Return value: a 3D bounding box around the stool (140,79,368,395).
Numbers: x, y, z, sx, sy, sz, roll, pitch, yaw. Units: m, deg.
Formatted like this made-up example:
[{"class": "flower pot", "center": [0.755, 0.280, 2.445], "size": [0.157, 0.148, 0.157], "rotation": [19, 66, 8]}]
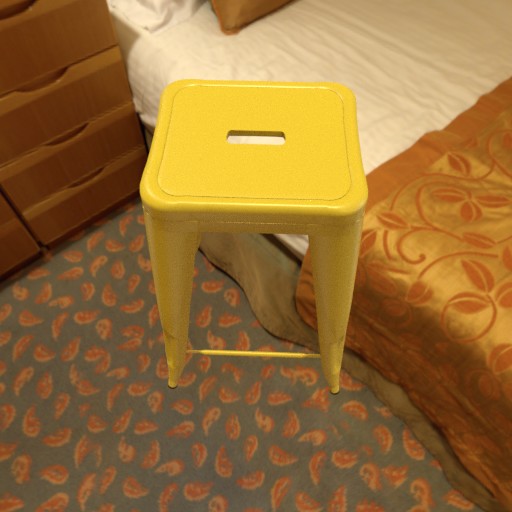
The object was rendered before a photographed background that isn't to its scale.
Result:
[{"class": "stool", "center": [0.000, 0.000, 0.864], "size": [0.399, 0.609, 0.359], "rotation": [1, 57, 1]}]
